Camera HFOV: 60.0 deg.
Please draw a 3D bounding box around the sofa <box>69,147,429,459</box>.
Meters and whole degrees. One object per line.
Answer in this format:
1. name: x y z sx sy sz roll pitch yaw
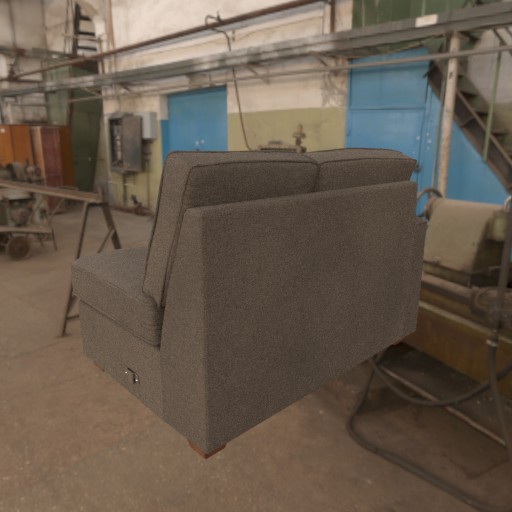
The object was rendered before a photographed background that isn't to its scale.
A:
1. sofa: 0.000 0.000 2.055 1.388 0.989 0.991 -14 20 -42
